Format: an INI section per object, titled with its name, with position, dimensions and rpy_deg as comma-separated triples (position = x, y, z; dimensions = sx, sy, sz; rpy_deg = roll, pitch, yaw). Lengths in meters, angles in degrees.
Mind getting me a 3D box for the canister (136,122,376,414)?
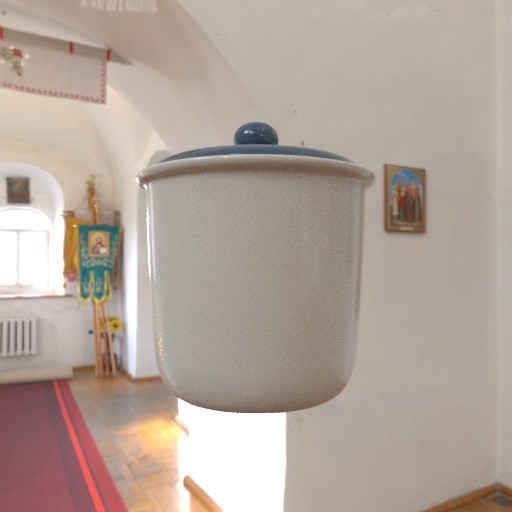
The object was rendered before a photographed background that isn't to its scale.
[canister]
position = 0.000, 0.000, 0.348
dimensions = 0.182, 0.208, 0.182
rpy_deg = 0, 0, 0
